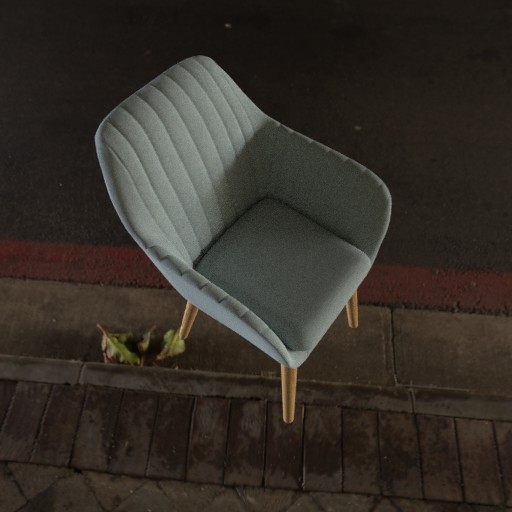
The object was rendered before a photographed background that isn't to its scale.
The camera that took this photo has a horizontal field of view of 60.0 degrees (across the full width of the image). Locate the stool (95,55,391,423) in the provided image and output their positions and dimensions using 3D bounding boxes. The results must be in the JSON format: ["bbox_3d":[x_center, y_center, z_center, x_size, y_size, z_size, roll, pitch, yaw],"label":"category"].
[{"bbox_3d":[0.000,0.000,1.200,0.590,0.830,0.503,32,63,19],"label":"stool"}]
